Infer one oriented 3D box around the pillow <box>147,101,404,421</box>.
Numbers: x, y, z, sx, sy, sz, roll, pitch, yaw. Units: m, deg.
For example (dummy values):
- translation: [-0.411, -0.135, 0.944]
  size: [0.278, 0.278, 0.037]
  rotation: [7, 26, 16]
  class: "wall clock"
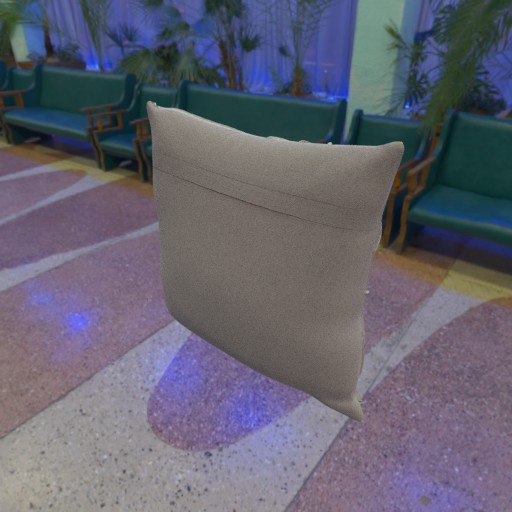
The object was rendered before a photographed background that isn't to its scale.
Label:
- translation: [0.000, 0.000, 0.710]
  size: [0.439, 0.440, 0.185]
  rotation: [21, 37, 32]
  class: "pillow"
